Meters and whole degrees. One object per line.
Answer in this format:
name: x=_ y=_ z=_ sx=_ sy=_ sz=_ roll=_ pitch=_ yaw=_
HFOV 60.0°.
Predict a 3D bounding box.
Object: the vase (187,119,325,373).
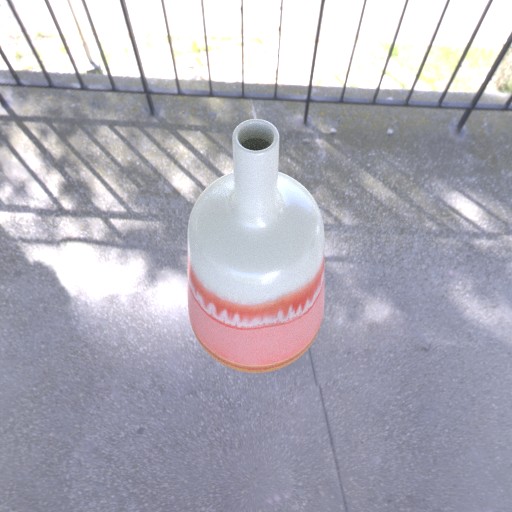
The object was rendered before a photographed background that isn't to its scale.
vase: x=0.000 y=0.000 z=0.378 sx=0.144 sy=0.296 sz=0.144 roll=0 pitch=63 yaw=0
